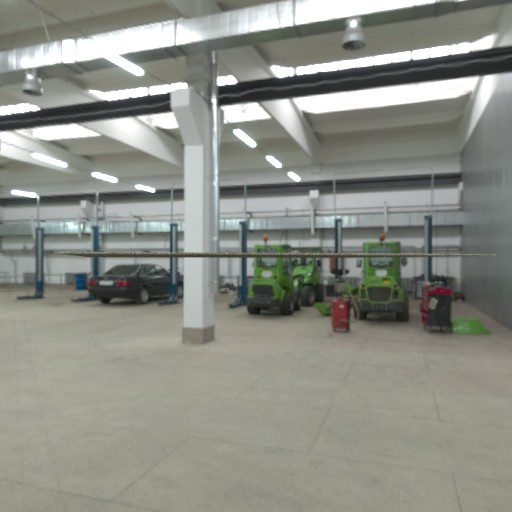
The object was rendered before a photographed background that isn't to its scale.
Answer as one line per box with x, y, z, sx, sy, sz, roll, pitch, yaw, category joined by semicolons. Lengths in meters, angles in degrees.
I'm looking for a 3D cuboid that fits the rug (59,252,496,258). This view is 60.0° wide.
0.000;0.000;4.067;3.034;0.012;2.471;0;-1;-17;rug
